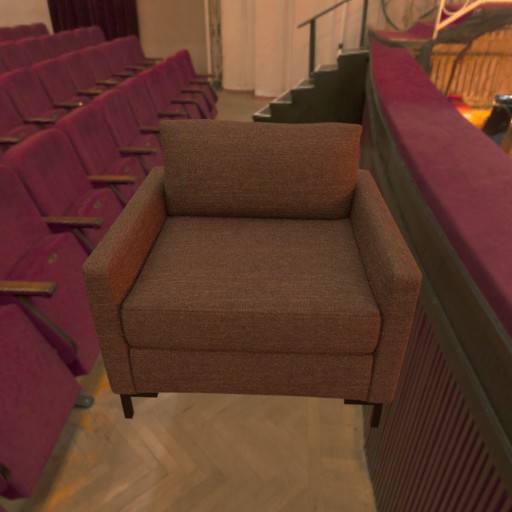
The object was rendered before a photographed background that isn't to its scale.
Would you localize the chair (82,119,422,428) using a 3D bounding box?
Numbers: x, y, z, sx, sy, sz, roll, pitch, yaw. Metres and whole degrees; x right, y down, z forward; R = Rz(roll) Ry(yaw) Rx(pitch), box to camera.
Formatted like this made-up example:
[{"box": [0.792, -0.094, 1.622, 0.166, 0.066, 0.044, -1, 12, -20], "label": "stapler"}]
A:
[{"box": [0.000, 0.000, 1.607, 0.940, 0.841, 0.845, 1, 31, 2], "label": "chair"}]
